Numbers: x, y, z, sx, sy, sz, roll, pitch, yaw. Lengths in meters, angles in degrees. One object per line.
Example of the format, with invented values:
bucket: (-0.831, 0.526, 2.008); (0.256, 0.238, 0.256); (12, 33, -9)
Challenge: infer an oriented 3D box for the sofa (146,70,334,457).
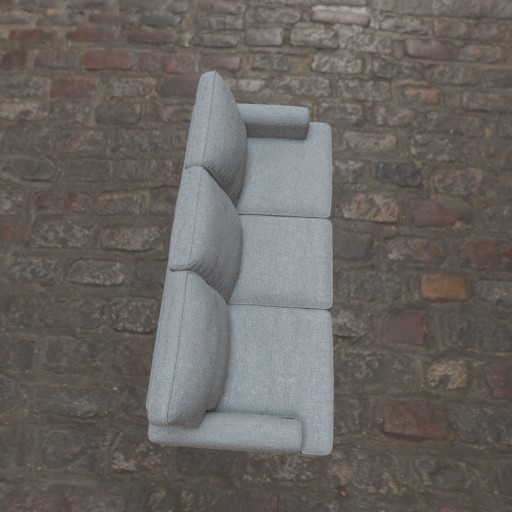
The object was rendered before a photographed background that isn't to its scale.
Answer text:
sofa: (0.000, 0.000, 2.670); (0.951, 0.965, 2.158); (3, 66, 2)
